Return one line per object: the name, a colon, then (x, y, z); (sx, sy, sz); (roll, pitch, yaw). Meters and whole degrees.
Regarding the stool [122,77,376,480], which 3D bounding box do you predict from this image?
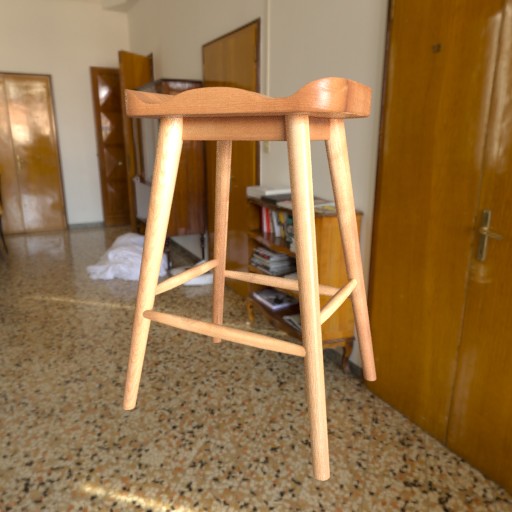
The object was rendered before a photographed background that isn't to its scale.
stool: (0.000, 0.000, 0.877); (0.440, 0.615, 0.361); (8, 17, 26)
